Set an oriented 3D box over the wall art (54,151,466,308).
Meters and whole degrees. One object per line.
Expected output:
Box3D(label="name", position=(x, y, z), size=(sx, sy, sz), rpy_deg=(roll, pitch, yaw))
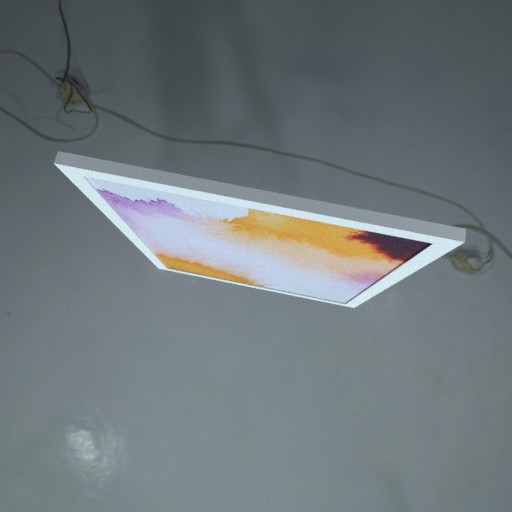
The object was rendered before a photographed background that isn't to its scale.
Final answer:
Box3D(label="wall art", position=(0.000, 0.000, 0.626), size=(0.382, 0.456, 0.013), rpy_deg=(11, 76, 3))
